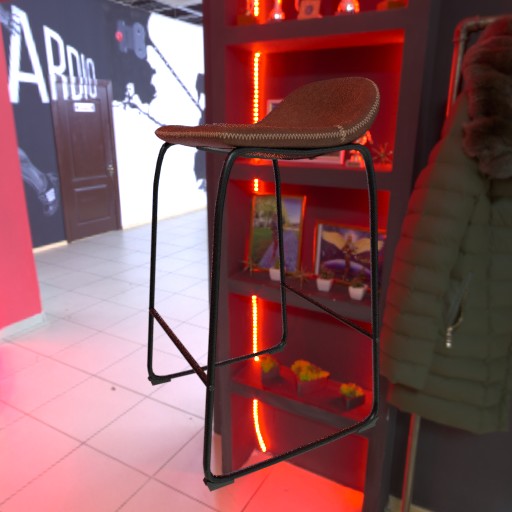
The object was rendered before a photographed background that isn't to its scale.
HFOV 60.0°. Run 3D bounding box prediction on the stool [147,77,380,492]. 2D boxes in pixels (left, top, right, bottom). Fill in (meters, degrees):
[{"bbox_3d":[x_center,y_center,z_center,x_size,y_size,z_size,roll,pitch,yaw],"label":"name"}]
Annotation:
[{"bbox_3d":[0.000,0.000,1.085,0.473,0.830,0.454,-9,19,-27],"label":"stool"}]
